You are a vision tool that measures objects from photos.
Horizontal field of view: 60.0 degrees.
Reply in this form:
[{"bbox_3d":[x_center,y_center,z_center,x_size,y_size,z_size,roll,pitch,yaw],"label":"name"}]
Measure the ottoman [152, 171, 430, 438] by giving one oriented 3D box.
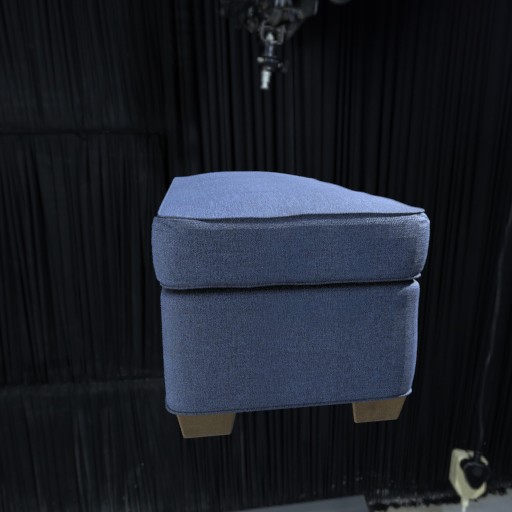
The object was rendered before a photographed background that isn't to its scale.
[{"bbox_3d":[0.000,0.000,1.334,0.515,0.460,1.110,-2,14,-8],"label":"ottoman"}]
